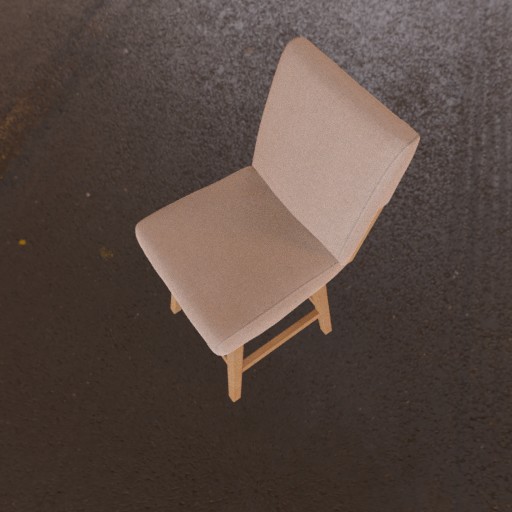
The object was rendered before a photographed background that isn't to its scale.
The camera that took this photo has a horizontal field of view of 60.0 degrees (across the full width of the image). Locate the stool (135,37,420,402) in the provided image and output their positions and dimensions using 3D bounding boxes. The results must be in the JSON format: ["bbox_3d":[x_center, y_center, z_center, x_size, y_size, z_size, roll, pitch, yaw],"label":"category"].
[{"bbox_3d":[0.000,0.000,1.304,0.543,1.015,0.446,-32,67,-16],"label":"stool"}]
